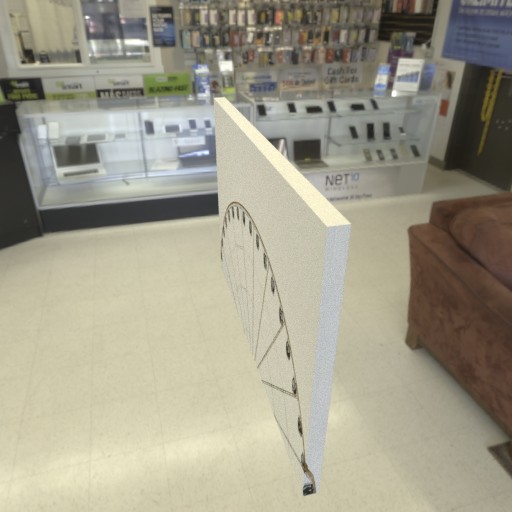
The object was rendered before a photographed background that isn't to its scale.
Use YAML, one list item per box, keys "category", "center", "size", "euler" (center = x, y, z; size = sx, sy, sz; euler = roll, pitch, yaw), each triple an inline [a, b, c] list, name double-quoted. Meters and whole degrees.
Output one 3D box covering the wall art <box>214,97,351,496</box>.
- category: "wall art"
  center: [0.000, 0.000, 1.113]
  size: [0.038, 0.601, 0.898]
  euler: [-7, 31, -12]
